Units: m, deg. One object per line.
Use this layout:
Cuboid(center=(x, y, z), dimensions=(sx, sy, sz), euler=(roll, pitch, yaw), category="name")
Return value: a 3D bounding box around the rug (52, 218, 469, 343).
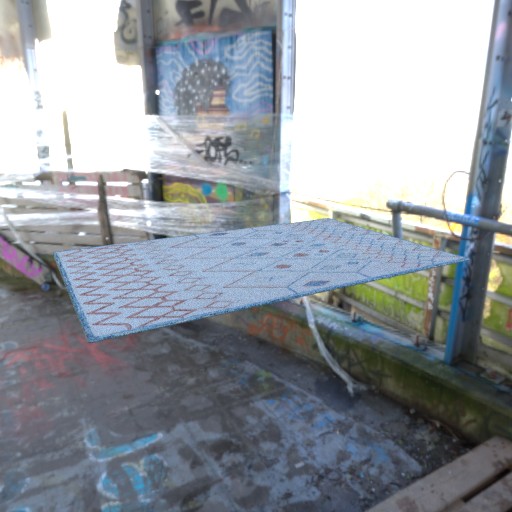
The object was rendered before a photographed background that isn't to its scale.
Cuboid(center=(0.000, 0.000, 3.049), dimensions=(2.438, 0.015, 1.524), euler=(-9, 19, -28), category="rug")
